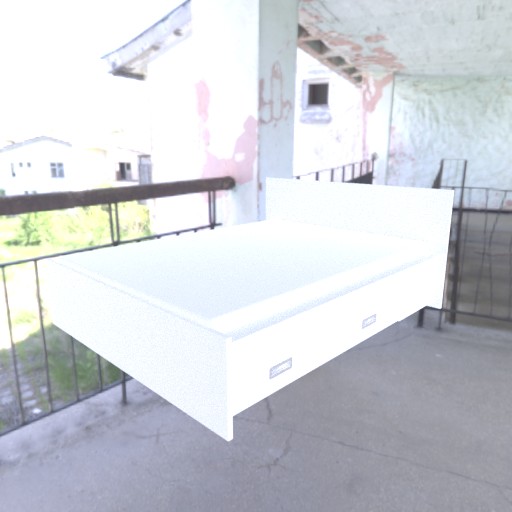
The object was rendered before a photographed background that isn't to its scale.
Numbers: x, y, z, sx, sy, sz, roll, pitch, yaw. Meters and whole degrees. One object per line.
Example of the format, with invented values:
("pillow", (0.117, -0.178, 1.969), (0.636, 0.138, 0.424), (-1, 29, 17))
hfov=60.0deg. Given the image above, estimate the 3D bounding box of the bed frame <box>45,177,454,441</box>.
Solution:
("bed frame", (0.000, 0.000, 2.795), (1.622, 0.800, 1.960), (13, 19, 43))
